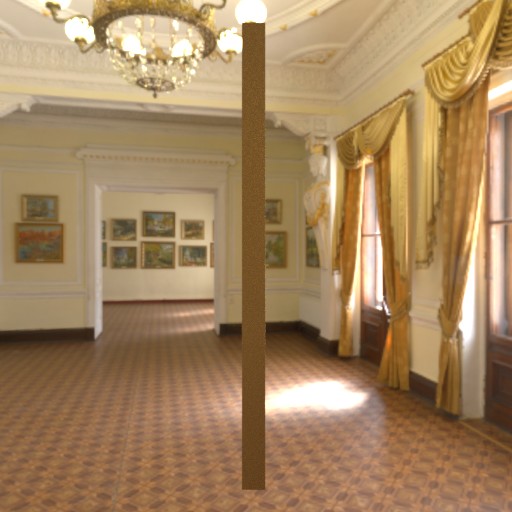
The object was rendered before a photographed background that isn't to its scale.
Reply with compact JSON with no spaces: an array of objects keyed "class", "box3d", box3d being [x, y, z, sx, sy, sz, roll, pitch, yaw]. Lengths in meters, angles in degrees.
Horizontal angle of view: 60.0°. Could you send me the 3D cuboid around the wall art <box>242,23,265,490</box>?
[{"class":"wall art","box3d":[0.000,0.000,1.104,0.038,0.762,0.762,0,0,1]}]
